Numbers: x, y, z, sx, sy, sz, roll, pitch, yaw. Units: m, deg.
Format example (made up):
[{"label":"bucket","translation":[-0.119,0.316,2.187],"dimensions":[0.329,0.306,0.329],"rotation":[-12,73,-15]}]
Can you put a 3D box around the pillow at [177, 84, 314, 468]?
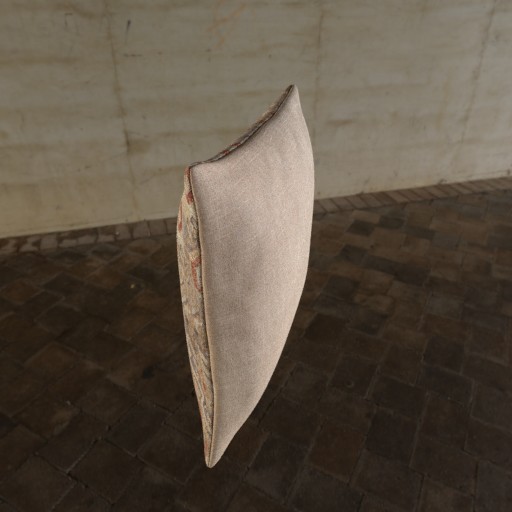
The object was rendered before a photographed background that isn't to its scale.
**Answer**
[{"label":"pillow","translation":[0.000,0.000,0.795],"dimensions":[0.166,0.506,0.523],"rotation":[8,32,14]}]
